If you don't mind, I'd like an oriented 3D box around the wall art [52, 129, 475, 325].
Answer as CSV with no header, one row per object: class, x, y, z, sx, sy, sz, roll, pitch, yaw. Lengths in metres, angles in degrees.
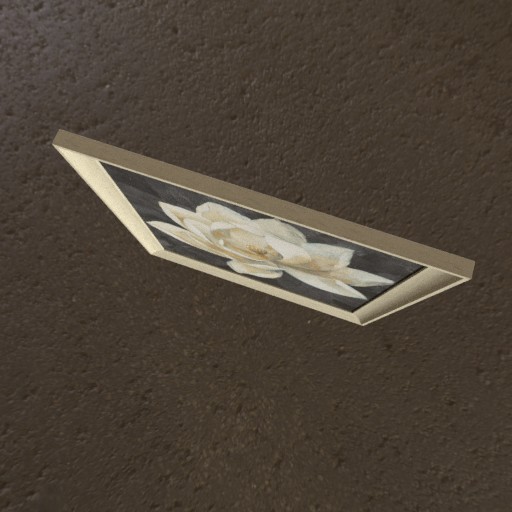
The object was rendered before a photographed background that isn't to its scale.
wall art,0.000,0.000,1.514,1.016,1.016,0.045,18,76,5
